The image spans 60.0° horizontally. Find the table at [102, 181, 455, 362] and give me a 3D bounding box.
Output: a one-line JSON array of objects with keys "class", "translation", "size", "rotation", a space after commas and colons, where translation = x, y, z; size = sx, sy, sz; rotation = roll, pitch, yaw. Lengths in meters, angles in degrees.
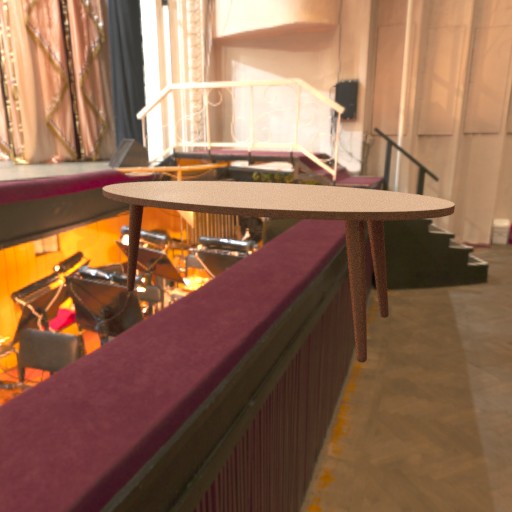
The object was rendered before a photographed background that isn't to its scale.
[{"class": "table", "translation": [0.000, 0.000, 1.365], "size": [1.083, 0.390, 0.542], "rotation": [7, 17, 25]}]
